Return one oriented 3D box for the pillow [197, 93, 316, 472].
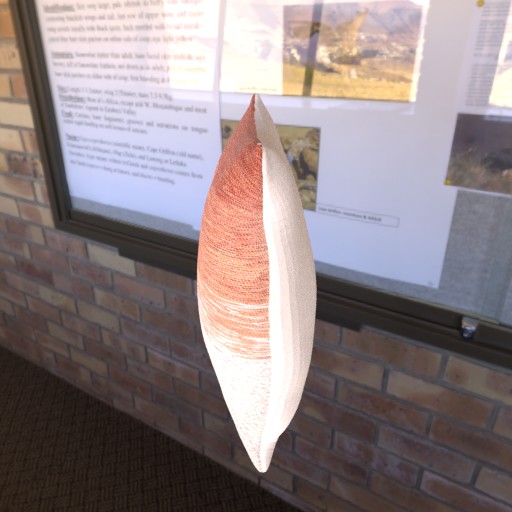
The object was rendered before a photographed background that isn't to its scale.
[{"bbox_3d":[0.000,0.000,0.687,0.182,0.441,0.440,0,25,0],"label":"pillow"}]
